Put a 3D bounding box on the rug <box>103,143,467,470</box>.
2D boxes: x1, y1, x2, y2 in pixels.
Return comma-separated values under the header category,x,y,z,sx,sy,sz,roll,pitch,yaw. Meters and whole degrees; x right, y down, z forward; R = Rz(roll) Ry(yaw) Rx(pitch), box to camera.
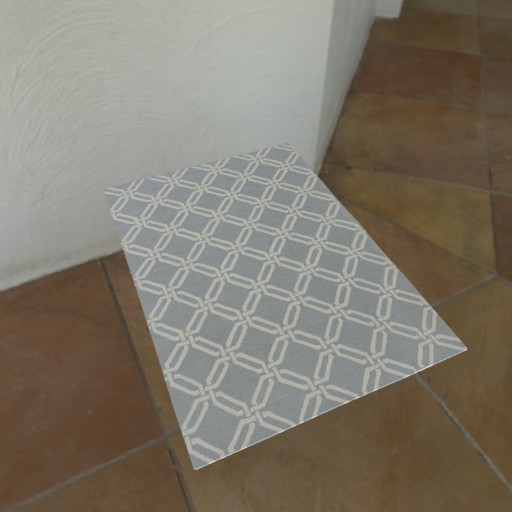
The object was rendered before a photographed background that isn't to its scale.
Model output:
category,x,y,z,sx,sy,sz,roll,pitch,yaw
rug,0.000,0.000,2.803,1.522,0.013,2.133,-18,50,-16
